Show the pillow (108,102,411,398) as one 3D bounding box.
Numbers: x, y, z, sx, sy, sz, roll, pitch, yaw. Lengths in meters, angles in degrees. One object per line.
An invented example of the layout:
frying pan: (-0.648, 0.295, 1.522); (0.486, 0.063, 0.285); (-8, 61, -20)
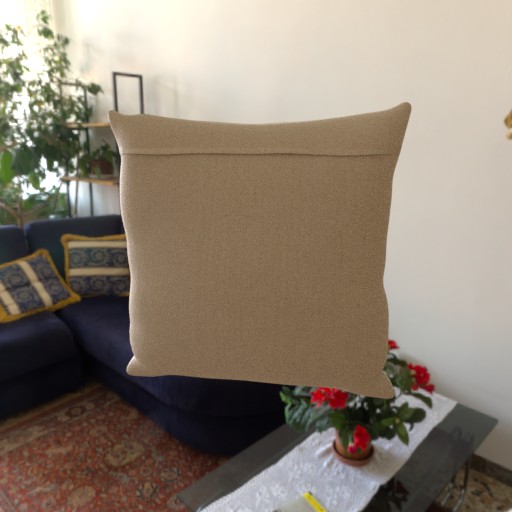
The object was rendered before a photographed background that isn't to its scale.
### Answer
pillow: (0.000, 0.000, 0.676); (0.440, 0.441, 0.182); (2, 15, 8)
